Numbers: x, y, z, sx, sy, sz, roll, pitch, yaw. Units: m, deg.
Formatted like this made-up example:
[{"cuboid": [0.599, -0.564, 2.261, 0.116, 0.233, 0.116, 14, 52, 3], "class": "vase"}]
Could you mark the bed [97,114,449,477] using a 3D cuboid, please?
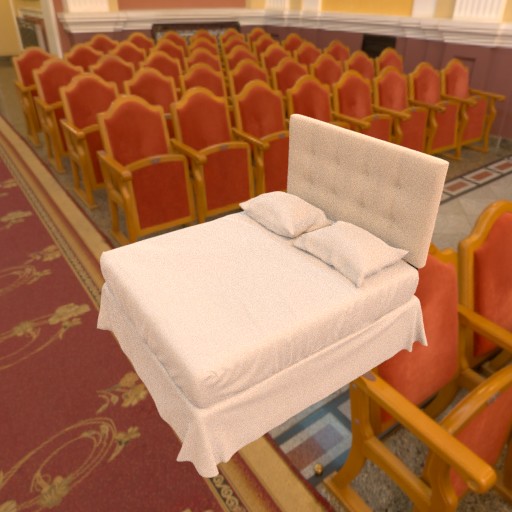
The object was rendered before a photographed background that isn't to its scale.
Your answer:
[{"cuboid": [0.000, 0.000, 3.436, 2.222, 1.577, 1.936, -20, 36, -29], "class": "bed"}]
